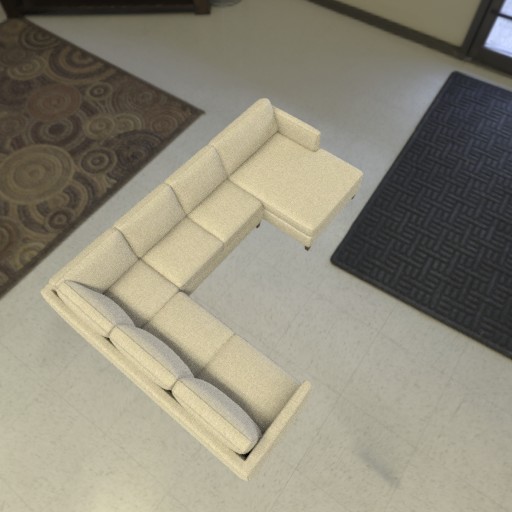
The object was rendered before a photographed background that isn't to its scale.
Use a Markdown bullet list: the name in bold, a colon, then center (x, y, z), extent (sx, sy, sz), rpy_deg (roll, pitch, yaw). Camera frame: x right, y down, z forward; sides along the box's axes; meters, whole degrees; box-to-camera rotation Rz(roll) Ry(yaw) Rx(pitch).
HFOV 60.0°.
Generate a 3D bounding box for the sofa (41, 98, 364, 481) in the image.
- **sofa**: center (0.000, 0.000, 4.620), extent (2.551, 0.889, 3.403), rpy_deg (34, 65, 18)
